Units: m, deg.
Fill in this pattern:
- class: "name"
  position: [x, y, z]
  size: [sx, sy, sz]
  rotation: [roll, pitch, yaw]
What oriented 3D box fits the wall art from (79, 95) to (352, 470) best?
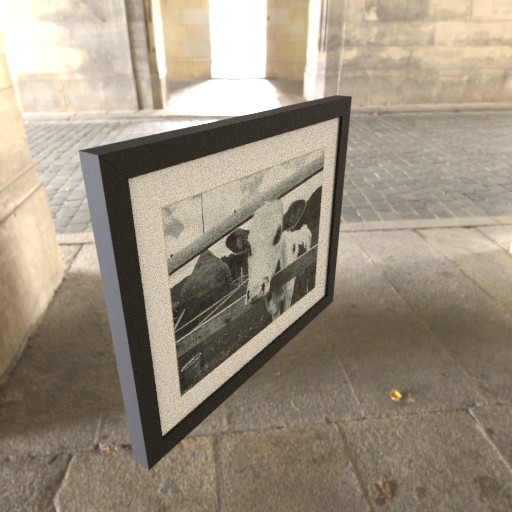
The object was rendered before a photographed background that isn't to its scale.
- class: "wall art"
  position: [0.000, 0.000, 0.537]
  size: [0.024, 0.329, 0.404]
  rotation: [19, 32, 32]
